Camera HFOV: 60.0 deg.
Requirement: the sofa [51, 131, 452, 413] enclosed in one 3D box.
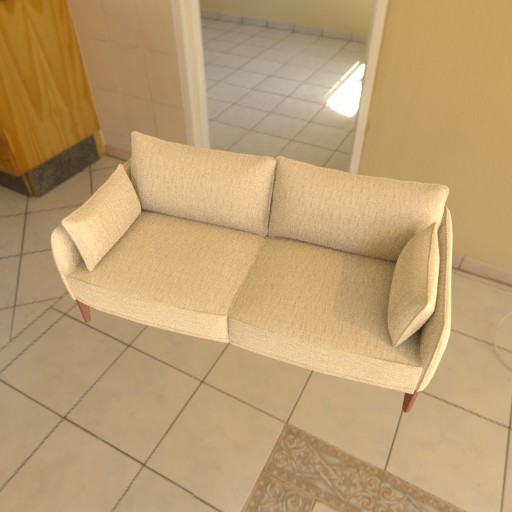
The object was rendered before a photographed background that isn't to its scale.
[{"bbox_3d":[0.000,0.000,2.451,1.989,0.860,0.991,12,44,13],"label":"sofa"}]
